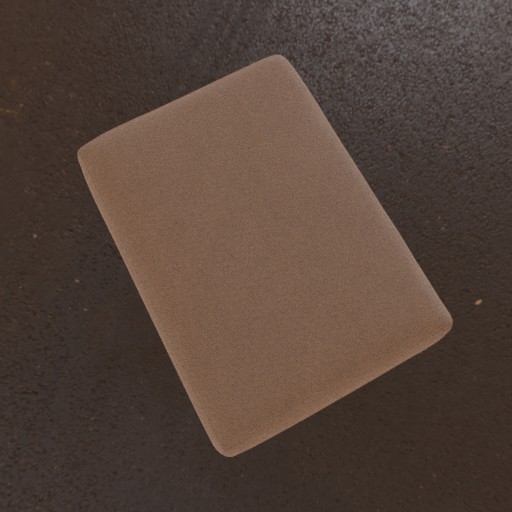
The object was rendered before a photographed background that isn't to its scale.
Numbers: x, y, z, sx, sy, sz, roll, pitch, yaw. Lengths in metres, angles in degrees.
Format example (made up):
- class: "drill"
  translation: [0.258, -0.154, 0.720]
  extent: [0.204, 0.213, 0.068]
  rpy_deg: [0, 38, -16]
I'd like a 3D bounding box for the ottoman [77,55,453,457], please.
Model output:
- class: "ottoman"
  translation: [0.000, 0.000, 1.160]
  extent: [0.569, 0.504, 0.773]
  rpy_deg: [-27, 78, -6]
